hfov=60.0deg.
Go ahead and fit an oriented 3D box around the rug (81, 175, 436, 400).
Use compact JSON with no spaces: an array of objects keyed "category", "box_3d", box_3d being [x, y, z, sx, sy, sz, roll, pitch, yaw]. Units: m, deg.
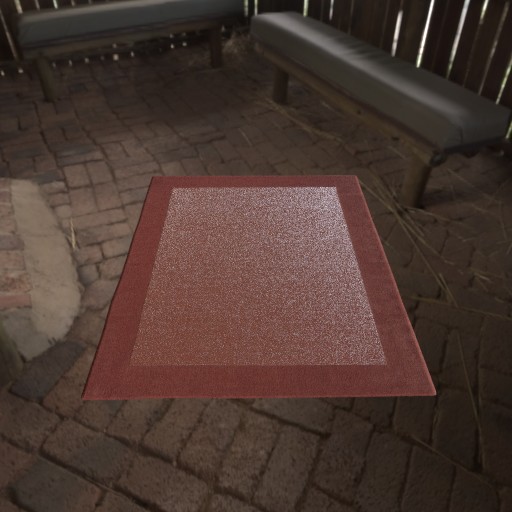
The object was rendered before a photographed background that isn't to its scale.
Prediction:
[{"category":"rug","box_3d":[0.000,0.000,4.136,2.430,0.018,2.976,-1,40,-1]}]
